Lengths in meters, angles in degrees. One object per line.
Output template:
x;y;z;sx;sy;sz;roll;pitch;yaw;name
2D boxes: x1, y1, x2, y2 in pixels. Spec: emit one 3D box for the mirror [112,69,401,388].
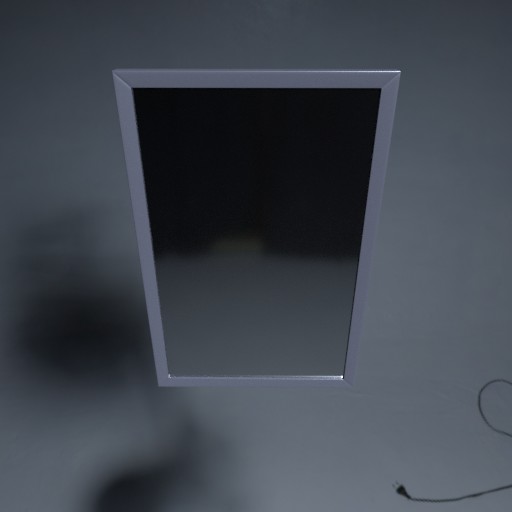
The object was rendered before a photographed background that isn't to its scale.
0.000;0.000;1.174;0.609;0.915;0.040;0;29;1;mirror
